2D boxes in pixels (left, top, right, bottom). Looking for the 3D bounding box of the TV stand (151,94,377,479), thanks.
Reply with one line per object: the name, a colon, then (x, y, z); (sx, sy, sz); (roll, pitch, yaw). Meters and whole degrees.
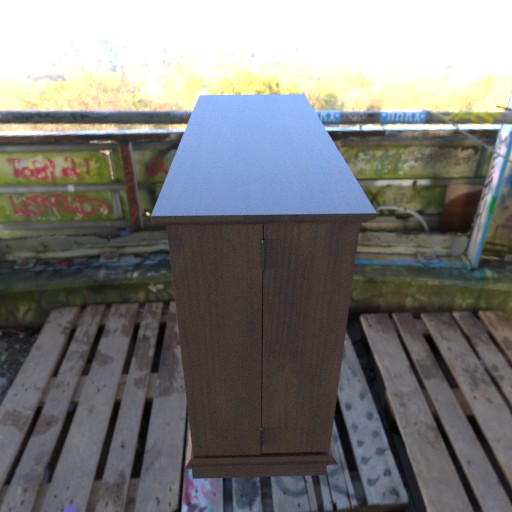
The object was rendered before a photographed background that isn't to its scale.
TV stand: (0.000, 0.000, 1.462); (0.406, 0.813, 1.067); (-1, 31, -1)
